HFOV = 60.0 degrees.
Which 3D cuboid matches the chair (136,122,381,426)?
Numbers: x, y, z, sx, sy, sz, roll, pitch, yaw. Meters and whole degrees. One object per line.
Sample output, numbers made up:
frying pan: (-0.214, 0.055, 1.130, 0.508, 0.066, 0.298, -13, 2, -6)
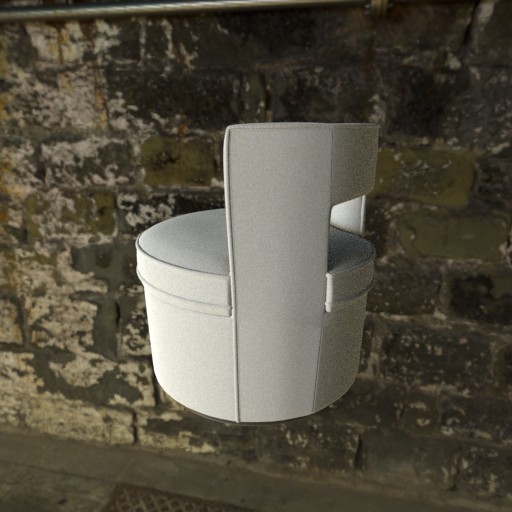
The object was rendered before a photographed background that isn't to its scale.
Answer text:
chair: (0.000, 0.000, 1.260, 0.665, 0.723, 0.650, 8, 18, 26)
